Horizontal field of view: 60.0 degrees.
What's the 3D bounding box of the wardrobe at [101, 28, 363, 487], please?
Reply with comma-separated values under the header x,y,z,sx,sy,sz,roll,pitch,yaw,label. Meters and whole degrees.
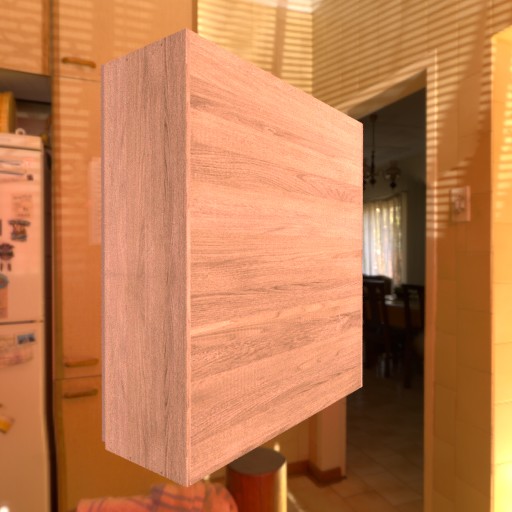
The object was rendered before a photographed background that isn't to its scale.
x,y,z,sx,sy,sz,roll,pitch,yaw,label
0.000,0.000,2.780,0.629,1.960,1.780,0,1,38,wardrobe
